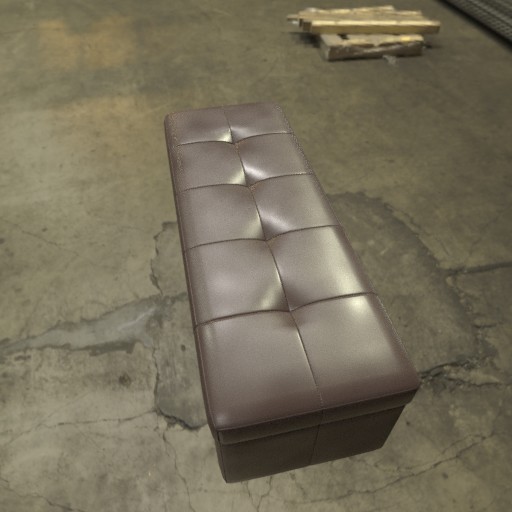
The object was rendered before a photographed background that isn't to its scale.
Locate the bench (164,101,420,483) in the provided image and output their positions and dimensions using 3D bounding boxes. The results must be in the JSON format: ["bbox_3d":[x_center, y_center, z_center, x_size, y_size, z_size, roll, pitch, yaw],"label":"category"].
[{"bbox_3d":[0.000,0.000,1.404,0.450,0.417,1.219,-9,47,-8],"label":"bench"}]
